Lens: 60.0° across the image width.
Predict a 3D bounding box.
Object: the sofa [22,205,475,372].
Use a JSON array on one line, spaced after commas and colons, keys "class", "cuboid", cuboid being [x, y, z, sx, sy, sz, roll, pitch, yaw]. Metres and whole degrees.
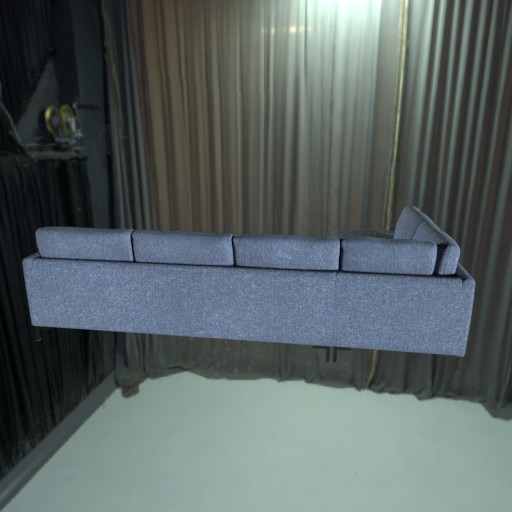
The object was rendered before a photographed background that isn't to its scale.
[{"class": "sofa", "cuboid": [0.000, 0.000, 3.772, 2.949, 0.815, 2.007, 2, 17, 8]}]
